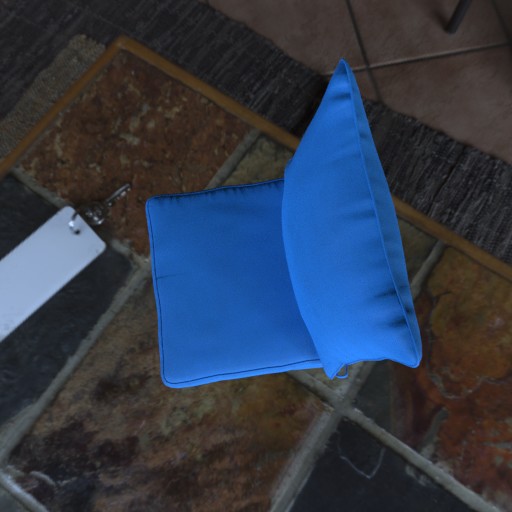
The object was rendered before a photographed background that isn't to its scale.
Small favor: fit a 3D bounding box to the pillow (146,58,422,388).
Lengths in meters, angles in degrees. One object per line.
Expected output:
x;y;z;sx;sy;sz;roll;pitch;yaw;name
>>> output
0.000;0.000;1.341;0.733;0.725;0.798;-8;75;-2;pillow
